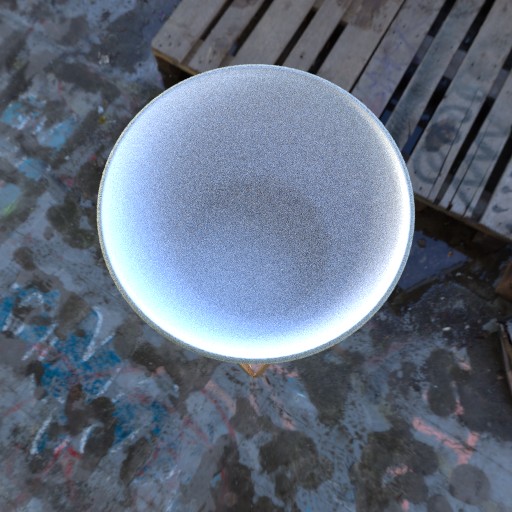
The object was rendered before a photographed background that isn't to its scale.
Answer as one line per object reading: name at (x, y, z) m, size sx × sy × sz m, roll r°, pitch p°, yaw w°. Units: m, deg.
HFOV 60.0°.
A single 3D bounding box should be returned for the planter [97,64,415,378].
planter at (0.000, 0.000, 0.731) m, size 0.350 × 0.504 × 0.350 m, roll 31°, pitch 78°, yaw 7°
